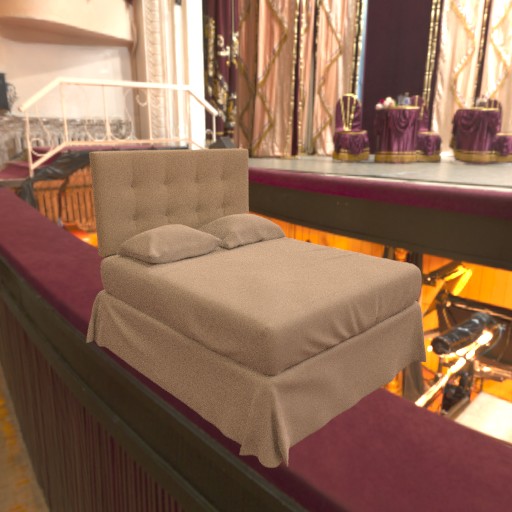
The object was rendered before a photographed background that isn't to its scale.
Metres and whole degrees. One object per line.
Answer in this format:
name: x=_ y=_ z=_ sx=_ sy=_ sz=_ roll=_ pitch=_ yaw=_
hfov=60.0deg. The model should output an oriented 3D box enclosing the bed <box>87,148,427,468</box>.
bed: x=0.000 y=0.000 z=3.452 sx=1.936 sy=1.577 sz=2.222 roll=-14 pitch=20 yaw=-42
